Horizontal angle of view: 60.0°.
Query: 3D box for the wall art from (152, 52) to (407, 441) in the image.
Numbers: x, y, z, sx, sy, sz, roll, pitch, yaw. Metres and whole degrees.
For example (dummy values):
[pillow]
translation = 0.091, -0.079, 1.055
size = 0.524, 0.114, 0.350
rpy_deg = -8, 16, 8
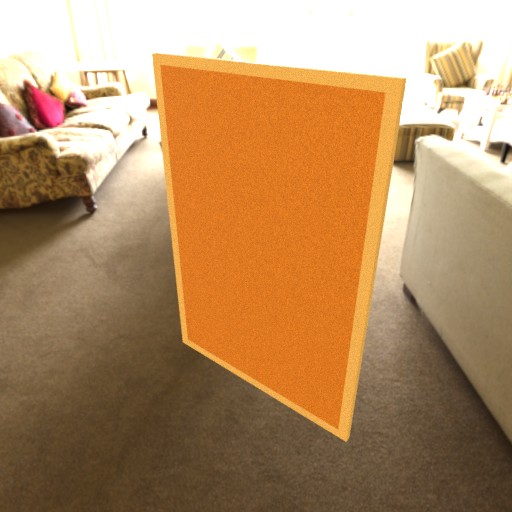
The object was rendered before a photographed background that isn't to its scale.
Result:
[wall art]
translation = 0.000, 0.000, 0.816
size = 0.456, 0.656, 0.013
rpy_deg = 22, 37, 33
